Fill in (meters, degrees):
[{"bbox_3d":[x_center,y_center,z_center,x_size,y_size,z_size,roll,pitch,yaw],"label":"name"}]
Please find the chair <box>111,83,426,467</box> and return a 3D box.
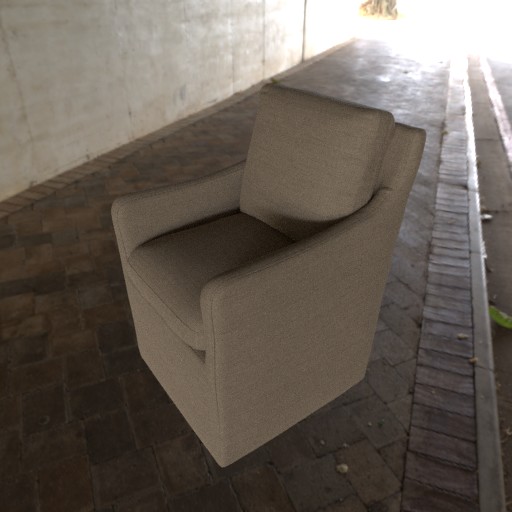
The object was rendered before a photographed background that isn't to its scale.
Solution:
[{"bbox_3d":[0.000,0.000,1.379,0.694,0.914,0.626,-21,37,-30],"label":"chair"}]
